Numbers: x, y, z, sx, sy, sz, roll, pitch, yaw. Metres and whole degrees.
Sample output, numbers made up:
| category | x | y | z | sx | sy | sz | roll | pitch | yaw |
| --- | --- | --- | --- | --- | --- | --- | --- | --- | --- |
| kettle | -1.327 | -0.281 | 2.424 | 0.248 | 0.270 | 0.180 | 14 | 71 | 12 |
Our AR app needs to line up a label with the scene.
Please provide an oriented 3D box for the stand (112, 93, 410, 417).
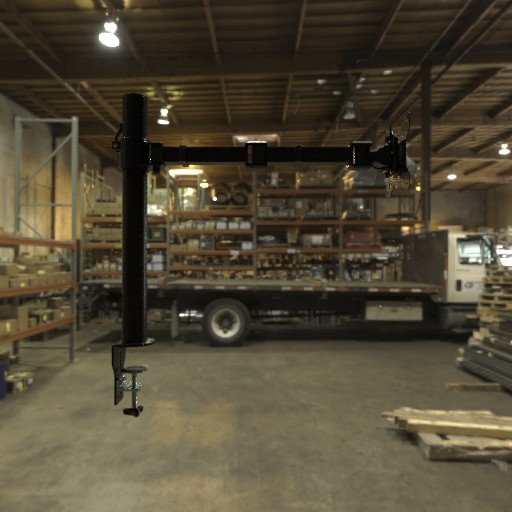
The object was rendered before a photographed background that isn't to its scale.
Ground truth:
| category | x | y | z | sx | sy | sz | roll | pitch | yaw |
| --- | --- | --- | --- | --- | --- | --- | --- | --- | --- |
| stand | 0.000 | 0.000 | 0.711 | 0.456 | 0.510 | 0.115 | 0 | -1 | 0 |
